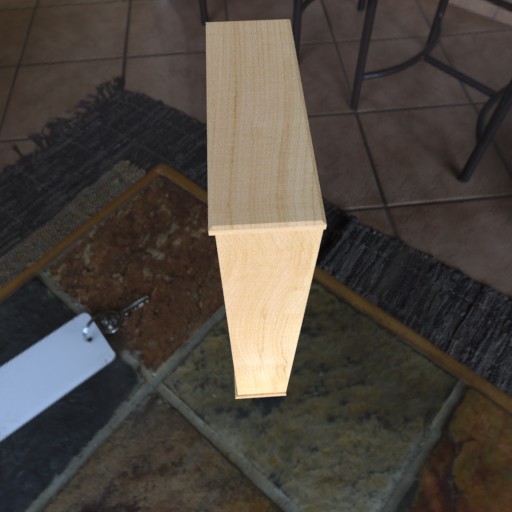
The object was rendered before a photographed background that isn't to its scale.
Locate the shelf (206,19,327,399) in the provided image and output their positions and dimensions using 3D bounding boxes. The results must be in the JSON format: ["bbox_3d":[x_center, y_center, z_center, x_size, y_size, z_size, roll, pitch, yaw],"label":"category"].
[{"bbox_3d":[0.000,0.000,1.220,0.175,1.030,0.520,-3,59,-2],"label":"shelf"}]
